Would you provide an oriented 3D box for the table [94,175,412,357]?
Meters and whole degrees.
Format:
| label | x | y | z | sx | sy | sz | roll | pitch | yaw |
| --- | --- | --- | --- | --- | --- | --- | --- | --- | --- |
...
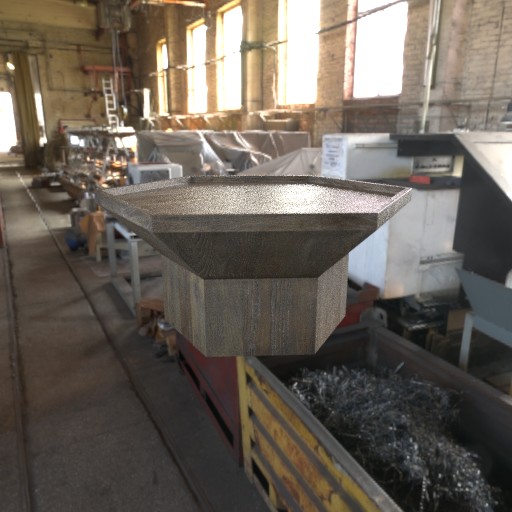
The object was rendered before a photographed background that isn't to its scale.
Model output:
| label | x | y | z | sx | sy | sz | roll | pitch | yaw |
| --- | --- | --- | --- | --- | --- | --- | --- | --- | --- |
| table | 0.000 | 0.000 | 1.618 | 0.966 | 0.488 | 1.115 | 8 | 18 | 26 |
